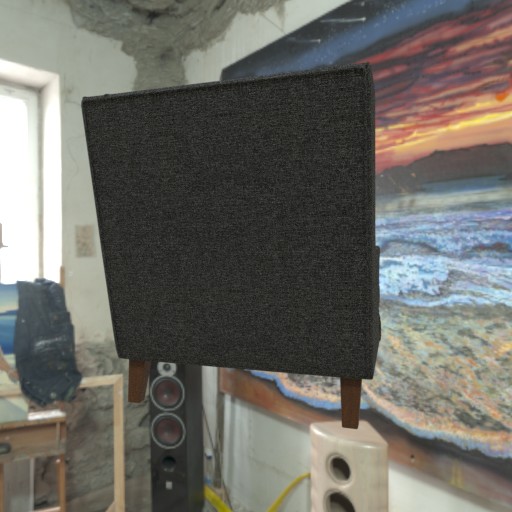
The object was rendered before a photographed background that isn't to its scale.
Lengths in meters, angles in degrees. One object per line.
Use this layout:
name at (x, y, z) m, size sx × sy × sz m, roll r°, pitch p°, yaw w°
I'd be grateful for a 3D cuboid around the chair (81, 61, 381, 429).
chair at (0.000, 0.000, 1.764) m, size 0.942 × 1.082 × 0.927 m, roll 0°, pitch 1°, yaw 17°
